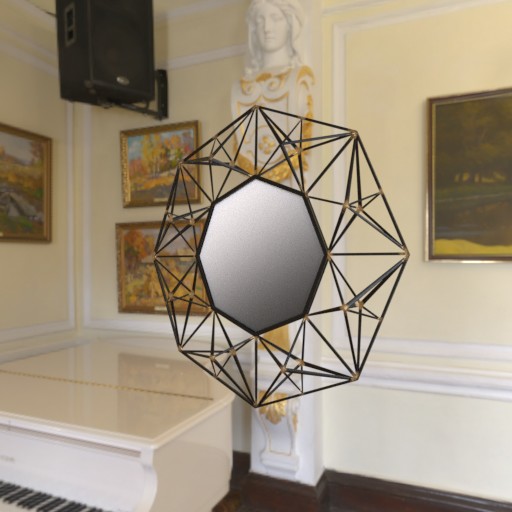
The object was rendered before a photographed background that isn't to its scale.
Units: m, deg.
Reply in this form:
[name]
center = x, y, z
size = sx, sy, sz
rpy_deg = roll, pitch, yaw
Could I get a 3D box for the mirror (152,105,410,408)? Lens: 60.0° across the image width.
[mirror]
center = 0.000, 0.000, 1.039
size = 0.710, 0.710, 0.094
rpy_deg = 0, -1, 36
